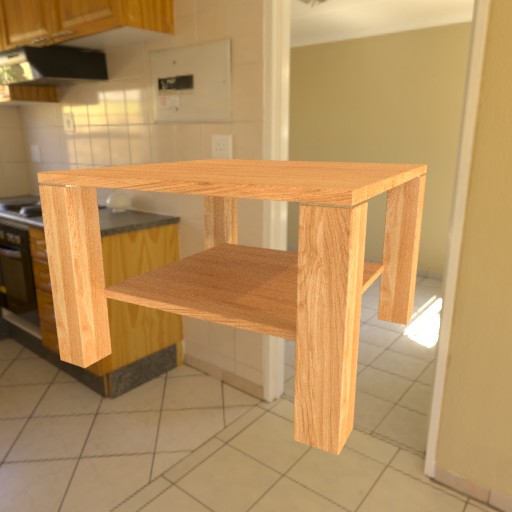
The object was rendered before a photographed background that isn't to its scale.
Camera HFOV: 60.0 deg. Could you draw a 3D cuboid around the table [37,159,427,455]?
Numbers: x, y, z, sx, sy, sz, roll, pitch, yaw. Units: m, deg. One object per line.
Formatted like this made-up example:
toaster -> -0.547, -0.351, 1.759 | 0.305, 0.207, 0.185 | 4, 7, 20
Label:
table -> 0.000, 0.000, 1.152 | 0.700, 0.450, 0.700 | 8, 17, 27
